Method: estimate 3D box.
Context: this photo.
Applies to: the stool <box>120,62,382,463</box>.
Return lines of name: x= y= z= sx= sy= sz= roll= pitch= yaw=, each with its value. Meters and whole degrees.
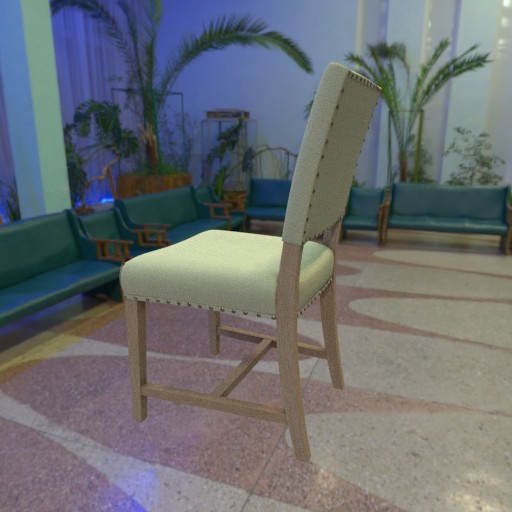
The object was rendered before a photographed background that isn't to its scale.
stool: x=0.000 y=0.000 z=1.330 sx=0.623 sy=0.986 sz=0.508 roll=7 pitch=16 yaw=23
